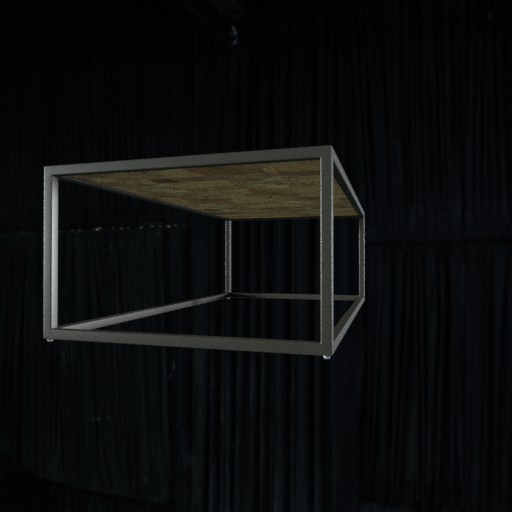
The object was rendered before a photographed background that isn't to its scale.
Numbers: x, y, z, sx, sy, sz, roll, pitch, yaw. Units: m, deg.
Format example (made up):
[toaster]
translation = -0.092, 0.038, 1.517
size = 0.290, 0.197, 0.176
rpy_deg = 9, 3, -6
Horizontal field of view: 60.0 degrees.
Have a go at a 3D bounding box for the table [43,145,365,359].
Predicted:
[table]
translation = 0.000, 0.000, 1.486
size = 0.649, 0.398, 1.199
rpy_deg = 0, -1, 17
